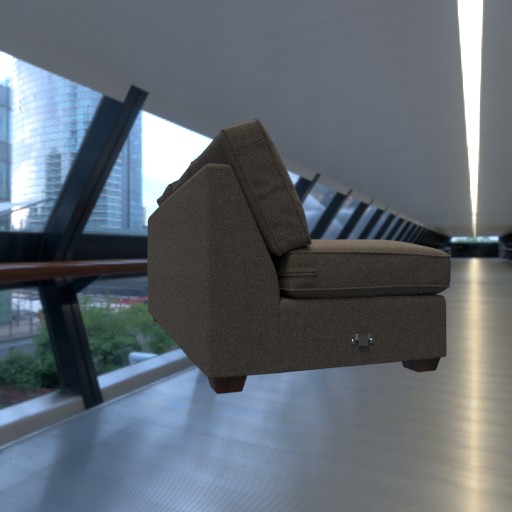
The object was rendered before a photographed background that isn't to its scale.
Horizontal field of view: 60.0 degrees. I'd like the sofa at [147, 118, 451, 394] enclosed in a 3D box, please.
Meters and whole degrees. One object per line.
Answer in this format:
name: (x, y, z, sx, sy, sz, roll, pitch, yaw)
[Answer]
sofa: (0.000, 0.000, 2.528, 1.034, 0.946, 1.963, 0, 0, -19)
